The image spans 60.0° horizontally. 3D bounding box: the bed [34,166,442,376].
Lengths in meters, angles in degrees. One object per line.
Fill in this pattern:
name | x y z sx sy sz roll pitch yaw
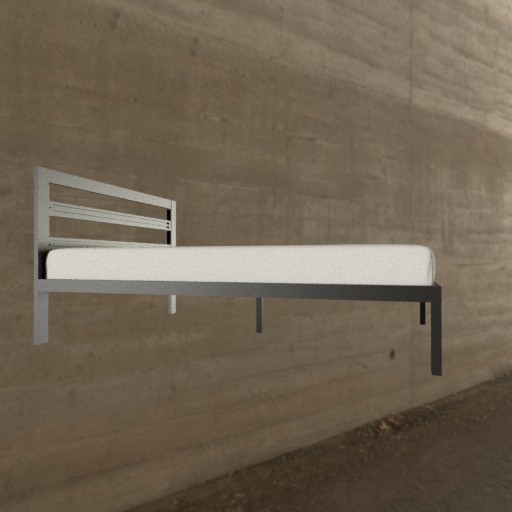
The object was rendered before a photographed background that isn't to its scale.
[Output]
bed | 0.000 0.000 2.808 2.062 0.967 1.524 0 -1 19
